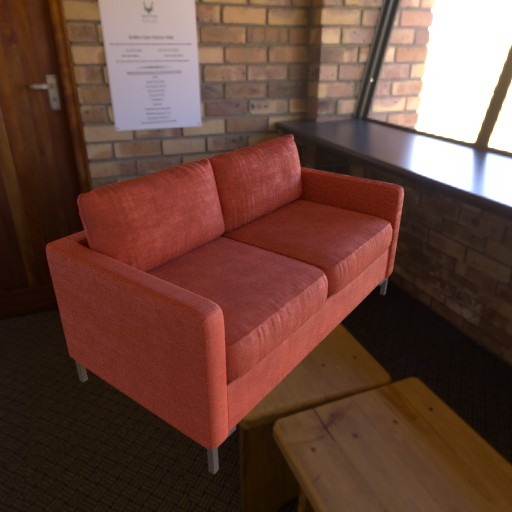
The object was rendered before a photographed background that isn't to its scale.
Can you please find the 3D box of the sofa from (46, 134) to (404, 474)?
[{"bbox_3d":[0.000,0.000,2.107,0.864,0.896,1.574,18,30,33],"label":"sofa"}]
